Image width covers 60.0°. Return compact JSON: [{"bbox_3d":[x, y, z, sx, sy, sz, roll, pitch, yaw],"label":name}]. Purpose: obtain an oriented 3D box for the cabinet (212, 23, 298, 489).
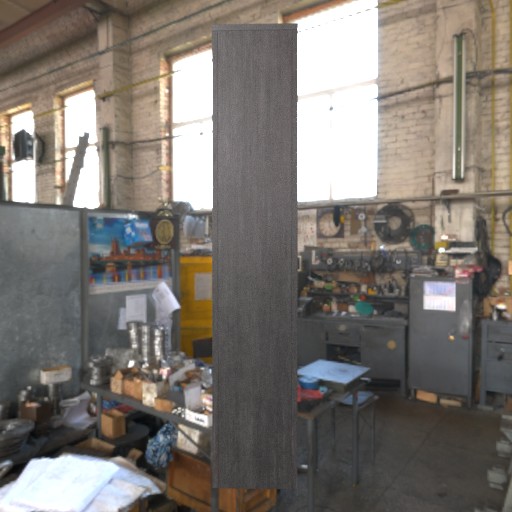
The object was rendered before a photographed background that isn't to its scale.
[{"bbox_3d":[0.000,0.000,1.595,0.250,1.280,0.750,0,1,2],"label":"cabinet"}]
